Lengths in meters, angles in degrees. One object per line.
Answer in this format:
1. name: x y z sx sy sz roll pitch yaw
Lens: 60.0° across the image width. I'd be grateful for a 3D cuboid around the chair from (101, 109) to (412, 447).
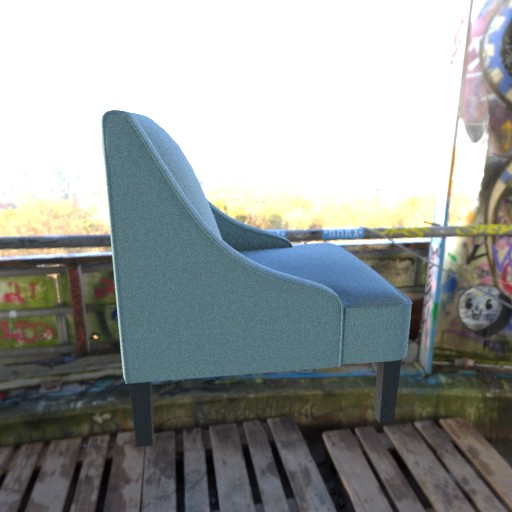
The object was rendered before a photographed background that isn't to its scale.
1. chair: 0.000 0.000 1.859 1.025 1.133 0.857 -2 16 -8
